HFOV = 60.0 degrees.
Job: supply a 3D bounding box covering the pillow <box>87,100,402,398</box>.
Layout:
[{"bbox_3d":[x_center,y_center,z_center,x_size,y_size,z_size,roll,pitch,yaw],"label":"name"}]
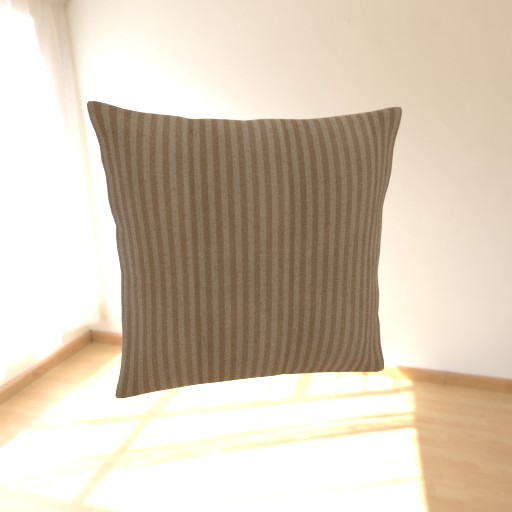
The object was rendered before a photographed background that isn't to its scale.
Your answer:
[{"bbox_3d":[0.000,0.000,0.783,0.523,0.510,0.166,-2,14,-10],"label":"pillow"}]
